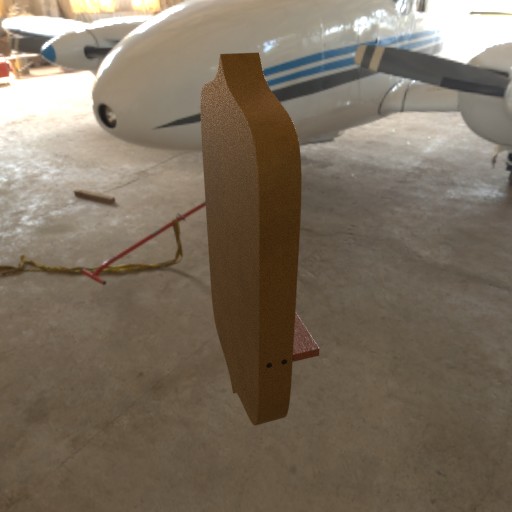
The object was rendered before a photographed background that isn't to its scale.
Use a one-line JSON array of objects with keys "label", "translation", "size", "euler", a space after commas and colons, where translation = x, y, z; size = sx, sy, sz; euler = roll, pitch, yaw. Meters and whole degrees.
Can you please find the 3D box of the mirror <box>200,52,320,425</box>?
[{"label": "mirror", "translation": [0.000, 0.000, 0.731], "size": [0.096, 0.613, 0.323], "euler": [-9, 32, -15]}]
